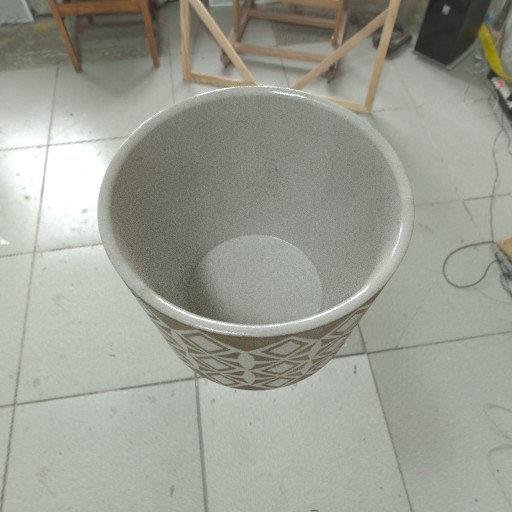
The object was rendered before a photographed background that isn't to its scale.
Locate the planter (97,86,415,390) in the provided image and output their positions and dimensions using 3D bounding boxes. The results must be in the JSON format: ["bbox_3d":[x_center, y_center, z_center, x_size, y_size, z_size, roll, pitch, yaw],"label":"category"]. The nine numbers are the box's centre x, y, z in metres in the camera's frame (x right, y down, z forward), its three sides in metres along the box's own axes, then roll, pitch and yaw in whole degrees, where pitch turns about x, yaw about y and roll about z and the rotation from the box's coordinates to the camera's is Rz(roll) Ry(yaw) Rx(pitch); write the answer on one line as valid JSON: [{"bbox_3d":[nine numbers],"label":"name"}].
[{"bbox_3d":[0.000,0.000,0.462,0.260,0.220,0.260,0,59,0],"label":"planter"}]
